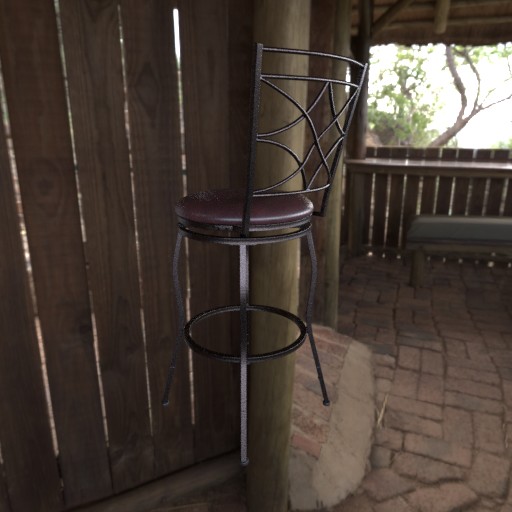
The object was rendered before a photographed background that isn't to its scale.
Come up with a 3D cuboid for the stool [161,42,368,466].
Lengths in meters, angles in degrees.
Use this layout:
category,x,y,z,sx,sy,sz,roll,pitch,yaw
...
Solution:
category,x,y,z,sx,sy,sz,roll,pitch,yaw
stool,0.000,0.000,1.383,0.534,1.117,0.434,16,22,43
